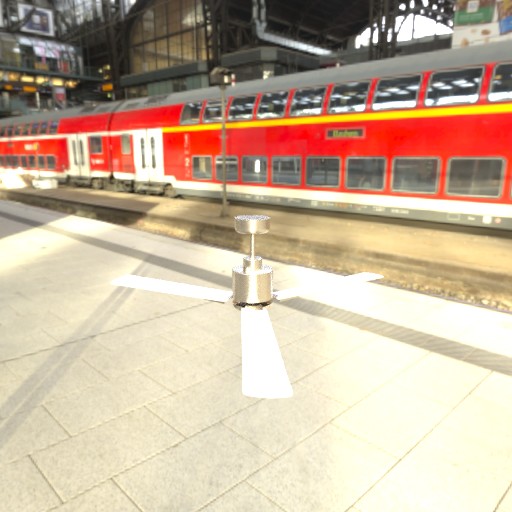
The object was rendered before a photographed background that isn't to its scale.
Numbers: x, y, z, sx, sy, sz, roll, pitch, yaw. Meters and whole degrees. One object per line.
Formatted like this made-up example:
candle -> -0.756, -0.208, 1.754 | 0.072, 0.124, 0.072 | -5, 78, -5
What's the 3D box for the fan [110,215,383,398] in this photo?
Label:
fan -> 0.000, 0.000, 2.316 | 1.561, 0.446, 1.531 | 12, 18, 42
